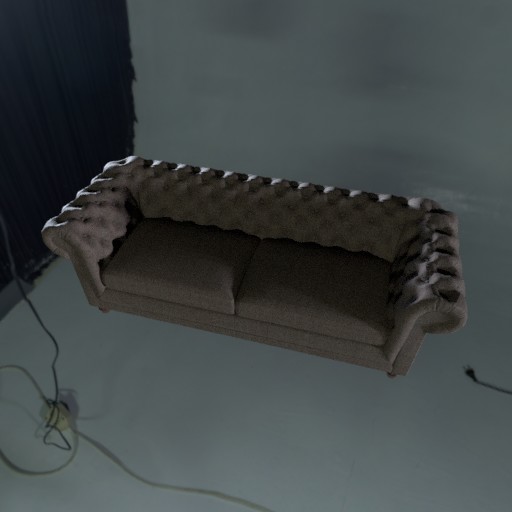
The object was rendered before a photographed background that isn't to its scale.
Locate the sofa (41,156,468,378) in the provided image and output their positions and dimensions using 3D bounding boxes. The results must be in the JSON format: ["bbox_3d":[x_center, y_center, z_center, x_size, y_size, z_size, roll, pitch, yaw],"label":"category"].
[{"bbox_3d":[0.000,0.000,2.873,2.385,0.787,0.944,10,43,11],"label":"sofa"}]
